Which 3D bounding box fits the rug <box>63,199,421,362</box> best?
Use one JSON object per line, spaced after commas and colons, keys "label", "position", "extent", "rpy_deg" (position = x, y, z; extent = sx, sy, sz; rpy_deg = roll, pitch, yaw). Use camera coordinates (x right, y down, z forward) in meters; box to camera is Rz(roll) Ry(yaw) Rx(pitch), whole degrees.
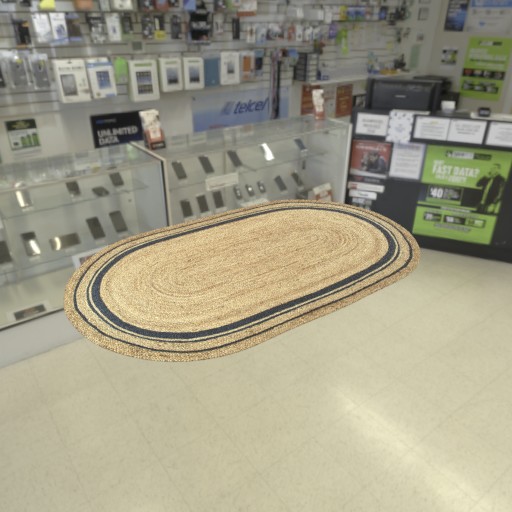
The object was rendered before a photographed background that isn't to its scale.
{"label": "rug", "position": [0.000, 0.000, 2.964], "extent": [2.432, 0.006, 1.520], "rpy_deg": [-18, 34, -30]}
